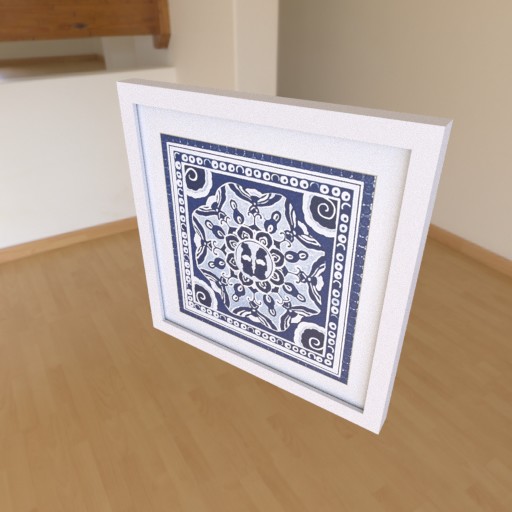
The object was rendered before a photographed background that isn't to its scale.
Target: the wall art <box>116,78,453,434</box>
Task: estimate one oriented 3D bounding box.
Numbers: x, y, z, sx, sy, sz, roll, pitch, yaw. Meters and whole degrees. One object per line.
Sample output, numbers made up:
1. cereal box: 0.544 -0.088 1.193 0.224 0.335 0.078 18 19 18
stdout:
1. wall art: 0.000 0.000 0.515 0.355 0.355 0.027 18 35 28
